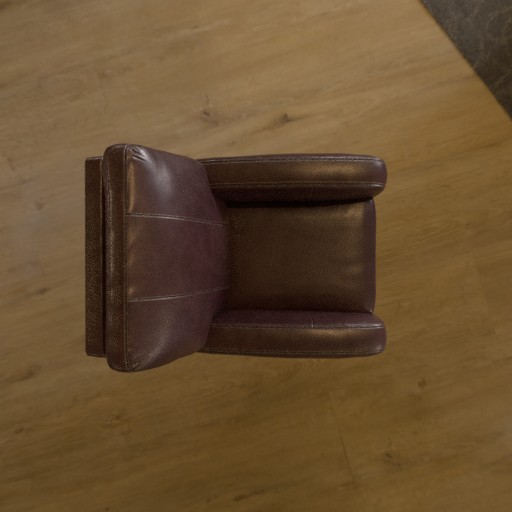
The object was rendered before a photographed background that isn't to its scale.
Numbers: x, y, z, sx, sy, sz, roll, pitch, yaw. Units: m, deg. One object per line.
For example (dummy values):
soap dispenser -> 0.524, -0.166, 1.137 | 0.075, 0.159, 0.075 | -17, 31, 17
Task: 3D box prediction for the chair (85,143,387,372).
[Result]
chair -> 0.000, 0.000, 1.696 | 0.990, 0.990, 0.762 | 0, 91, 2
